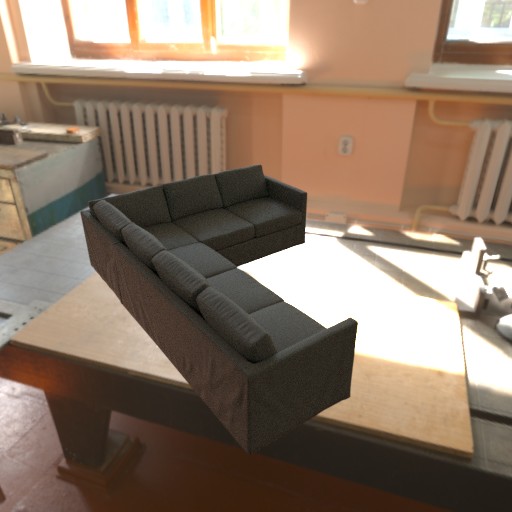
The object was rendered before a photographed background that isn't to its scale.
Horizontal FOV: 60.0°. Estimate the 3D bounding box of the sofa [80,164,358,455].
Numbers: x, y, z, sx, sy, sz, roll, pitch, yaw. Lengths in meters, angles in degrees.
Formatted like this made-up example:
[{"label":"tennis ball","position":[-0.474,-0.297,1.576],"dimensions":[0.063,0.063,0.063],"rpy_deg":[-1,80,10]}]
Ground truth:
[{"label":"sofa","position":[0.000,0.000,4.402],"dimensions":[2.432,0.871,3.182],"rpy_deg":[-19,33,-32]}]
